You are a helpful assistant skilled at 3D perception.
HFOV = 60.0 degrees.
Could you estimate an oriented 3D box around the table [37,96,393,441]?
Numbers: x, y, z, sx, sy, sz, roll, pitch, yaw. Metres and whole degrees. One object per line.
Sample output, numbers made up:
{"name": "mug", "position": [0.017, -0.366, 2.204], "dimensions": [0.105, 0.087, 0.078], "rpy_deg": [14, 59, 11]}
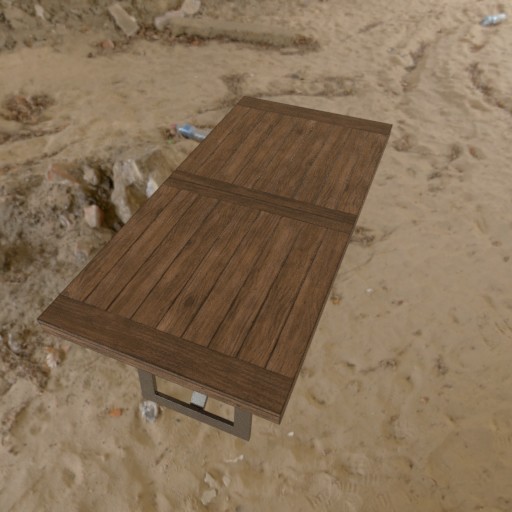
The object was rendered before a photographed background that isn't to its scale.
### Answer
{"name": "table", "position": [0.000, 0.000, 2.337], "dimensions": [0.931, 0.757, 1.867], "rpy_deg": [16, 48, 15]}
